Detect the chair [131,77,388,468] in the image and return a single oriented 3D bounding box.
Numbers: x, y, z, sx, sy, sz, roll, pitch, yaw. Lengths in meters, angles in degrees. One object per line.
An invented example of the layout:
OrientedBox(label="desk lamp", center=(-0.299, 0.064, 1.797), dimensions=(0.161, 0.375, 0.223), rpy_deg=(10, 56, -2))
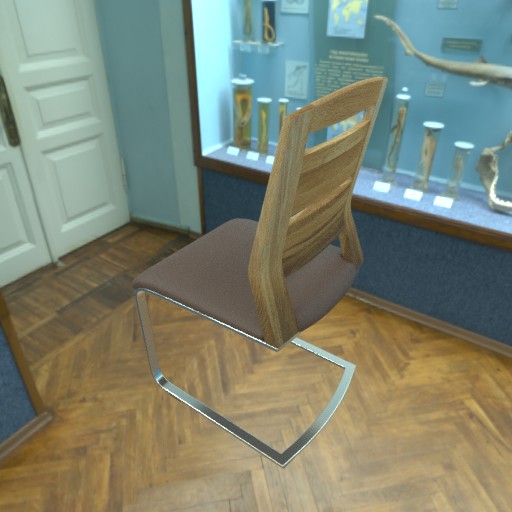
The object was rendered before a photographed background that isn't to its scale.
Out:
OrientedBox(label="chair", center=(0.000, 0.000, 1.237), dimensions=(0.570, 0.970, 0.460), rpy_deg=(21, 38, 30))
